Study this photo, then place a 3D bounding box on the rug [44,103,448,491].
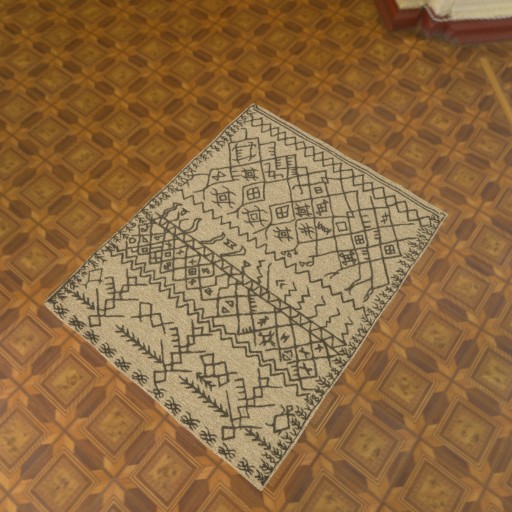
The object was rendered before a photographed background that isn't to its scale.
[{"bbox_3d":[0.000,0.000,3.317,1.964,0.025,2.455,34,68,16],"label":"rug"}]
